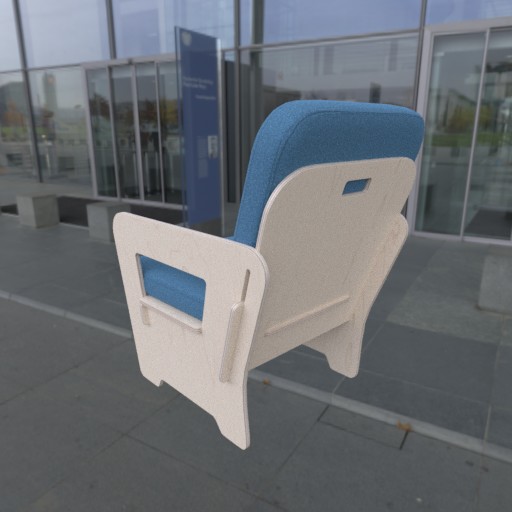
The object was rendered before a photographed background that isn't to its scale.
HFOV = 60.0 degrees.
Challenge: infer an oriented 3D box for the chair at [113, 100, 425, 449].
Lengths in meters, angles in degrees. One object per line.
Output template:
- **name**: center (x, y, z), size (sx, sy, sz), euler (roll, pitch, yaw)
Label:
- **chair**: center (0.000, 0.000, 1.168), size (0.547, 0.747, 0.657), euler (-15, 22, -42)
